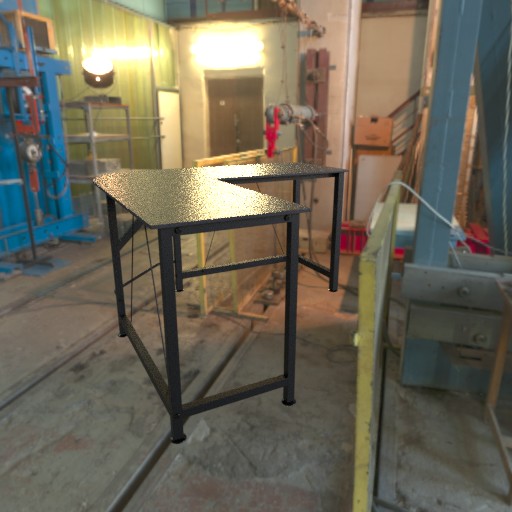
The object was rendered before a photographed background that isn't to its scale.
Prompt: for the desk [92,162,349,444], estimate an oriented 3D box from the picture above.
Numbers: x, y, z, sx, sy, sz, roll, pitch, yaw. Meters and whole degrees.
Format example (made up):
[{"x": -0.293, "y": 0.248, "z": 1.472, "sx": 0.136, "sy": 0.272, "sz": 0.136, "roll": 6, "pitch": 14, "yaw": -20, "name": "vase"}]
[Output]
[{"x": 0.000, "y": 0.000, "z": 2.249, "sx": 1.400, "sy": 0.762, "sz": 1.400, "roll": -9, "pitch": 19, "yaw": -26, "name": "desk"}]
